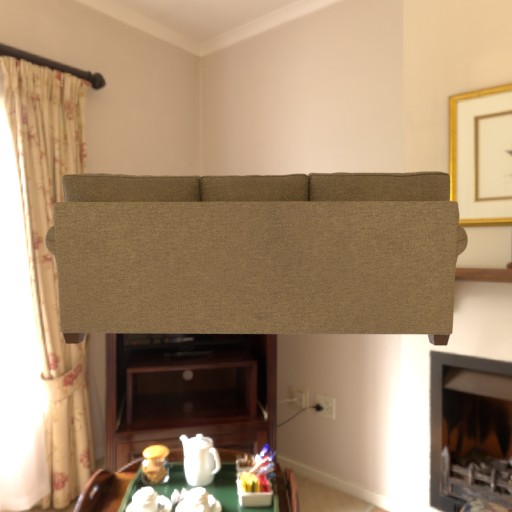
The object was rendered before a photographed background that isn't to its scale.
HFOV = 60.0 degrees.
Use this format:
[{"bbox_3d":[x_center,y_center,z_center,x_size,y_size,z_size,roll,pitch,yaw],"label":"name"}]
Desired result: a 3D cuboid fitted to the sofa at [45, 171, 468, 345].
[{"bbox_3d":[0.000,0.000,2.806,2.312,0.975,0.965,0,0,1],"label":"sofa"}]
